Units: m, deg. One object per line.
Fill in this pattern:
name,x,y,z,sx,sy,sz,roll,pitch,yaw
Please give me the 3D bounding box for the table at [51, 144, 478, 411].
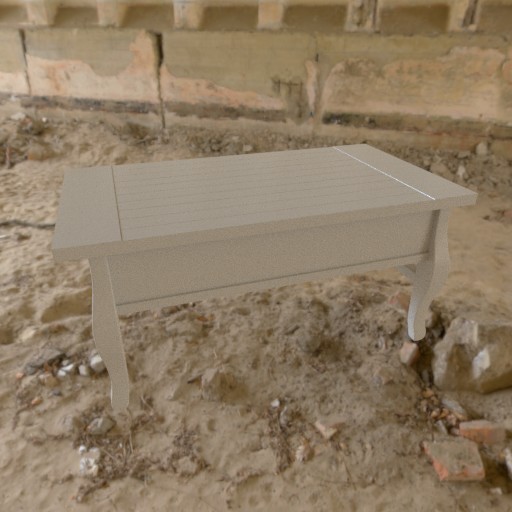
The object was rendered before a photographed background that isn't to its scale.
table,0.000,0.000,1.402,1.062,0.495,0.600,-9,29,-16
